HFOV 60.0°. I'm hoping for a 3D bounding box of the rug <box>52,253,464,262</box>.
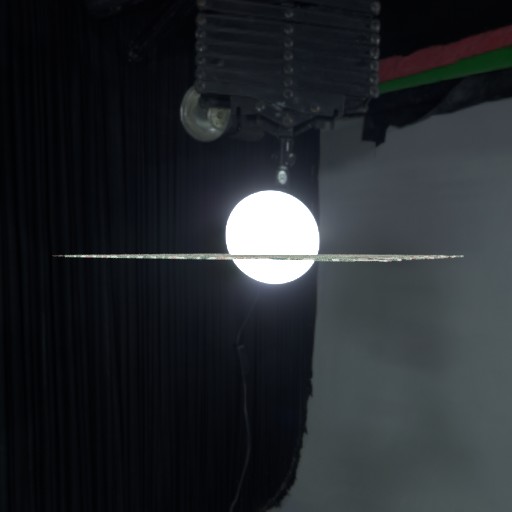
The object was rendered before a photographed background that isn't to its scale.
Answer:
[{"bbox_3d":[0.000,0.000,2.340,1.829,0.010,1.219,1,1,36],"label":"rug"}]
